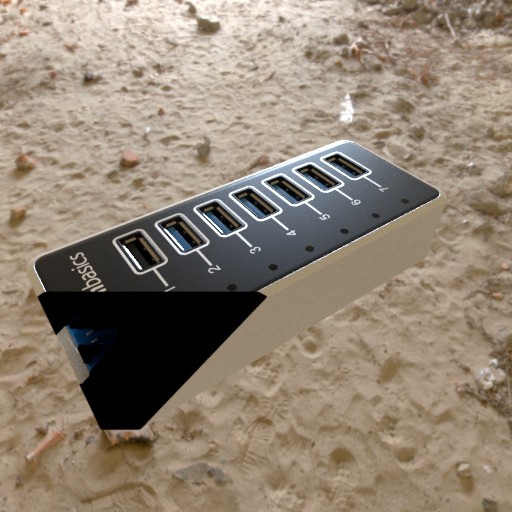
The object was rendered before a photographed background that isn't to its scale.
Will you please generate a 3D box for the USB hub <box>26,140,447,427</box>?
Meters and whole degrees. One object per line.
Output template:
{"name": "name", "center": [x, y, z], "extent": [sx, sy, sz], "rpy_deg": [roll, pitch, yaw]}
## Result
{"name": "USB hub", "center": [0.000, 0.000, 0.126], "extent": [0.110, 0.023, 0.044], "rpy_deg": [-26, 48, -25]}
